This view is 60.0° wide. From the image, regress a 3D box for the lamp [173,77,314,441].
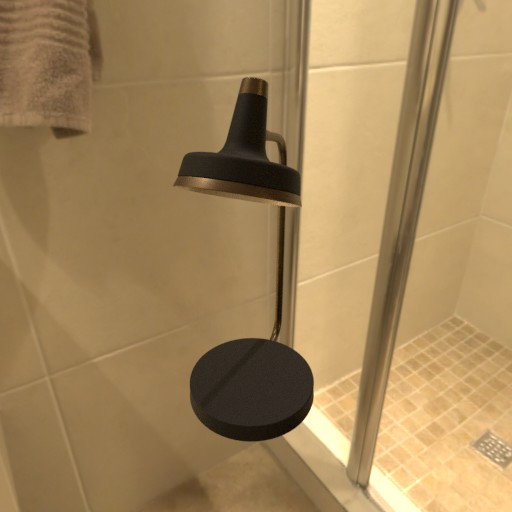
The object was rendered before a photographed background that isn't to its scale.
[{"bbox_3d":[0.000,0.000,0.506,0.162,0.385,0.218,9,30,17],"label":"lamp"}]
